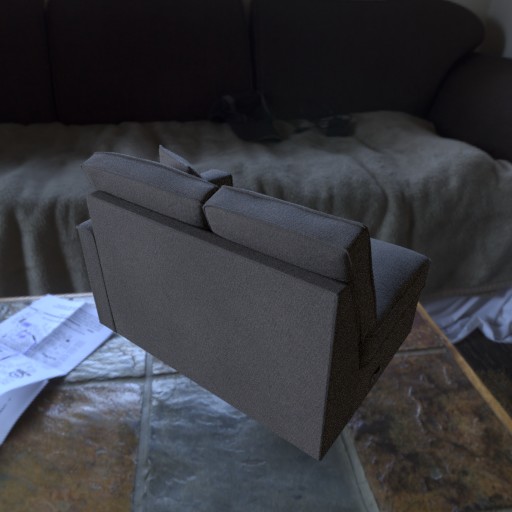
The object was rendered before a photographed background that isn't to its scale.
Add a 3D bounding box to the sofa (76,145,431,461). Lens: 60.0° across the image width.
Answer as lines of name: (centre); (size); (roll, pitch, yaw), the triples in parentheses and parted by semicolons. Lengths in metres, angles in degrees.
sofa: (0.000, 0.000, 2.111); (1.388, 0.989, 0.991); (21, 37, 31)
